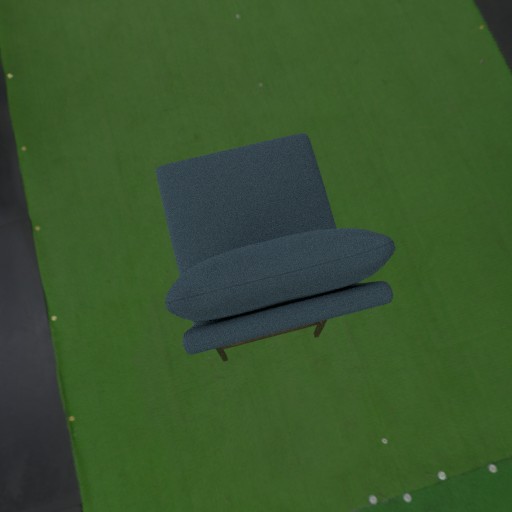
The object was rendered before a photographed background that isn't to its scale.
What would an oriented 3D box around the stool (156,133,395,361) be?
[{"bbox_3d":[0.000,0.000,1.401,0.463,1.124,0.568,-14,75,-4],"label":"stool"}]
